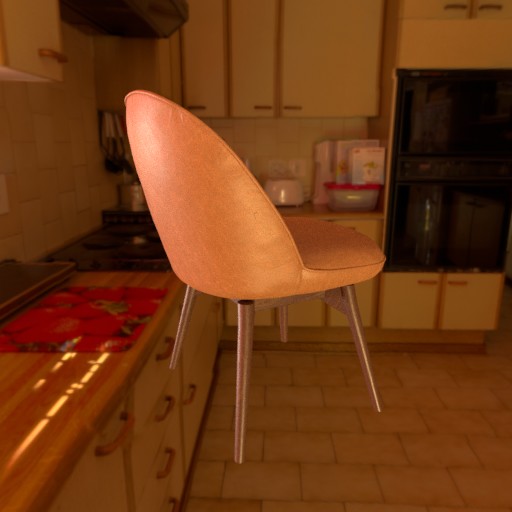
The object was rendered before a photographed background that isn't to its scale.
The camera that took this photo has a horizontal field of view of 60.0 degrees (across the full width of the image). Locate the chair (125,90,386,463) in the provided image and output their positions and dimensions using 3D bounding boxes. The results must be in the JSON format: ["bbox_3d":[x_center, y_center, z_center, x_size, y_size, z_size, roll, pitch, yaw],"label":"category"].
[{"bbox_3d":[0.000,0.000,1.227,0.631,0.831,0.521,-8,16,-27],"label":"chair"}]
